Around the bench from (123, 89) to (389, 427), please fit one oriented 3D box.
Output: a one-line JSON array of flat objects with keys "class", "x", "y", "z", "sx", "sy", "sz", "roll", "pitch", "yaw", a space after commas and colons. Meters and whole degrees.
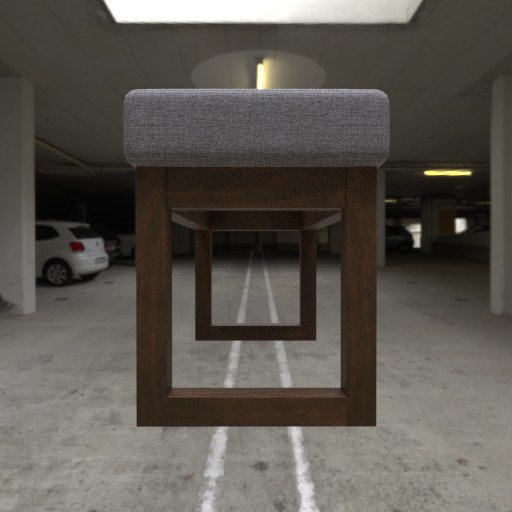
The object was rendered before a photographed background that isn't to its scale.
[{"class": "bench", "x": 0.000, "y": 0.000, "z": 0.932, "sx": 0.366, "sy": 0.467, "sz": 0.681, "roll": 0, "pitch": 0, "yaw": 0}]
